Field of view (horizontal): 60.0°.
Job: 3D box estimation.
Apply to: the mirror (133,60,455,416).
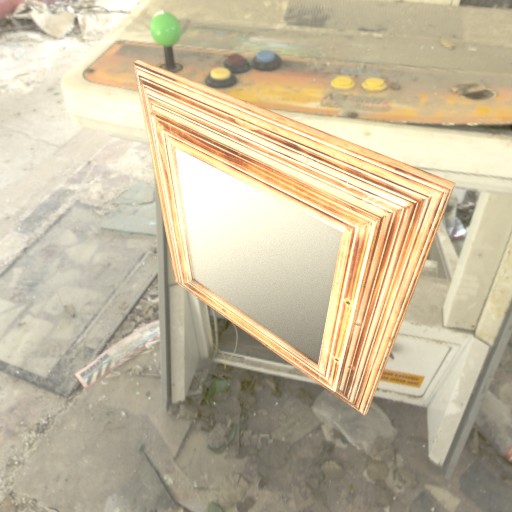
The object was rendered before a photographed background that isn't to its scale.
[{"bbox_3d":[0.000,0.000,1.176,0.804,0.804,0.061,31,52,27],"label":"mirror"}]
